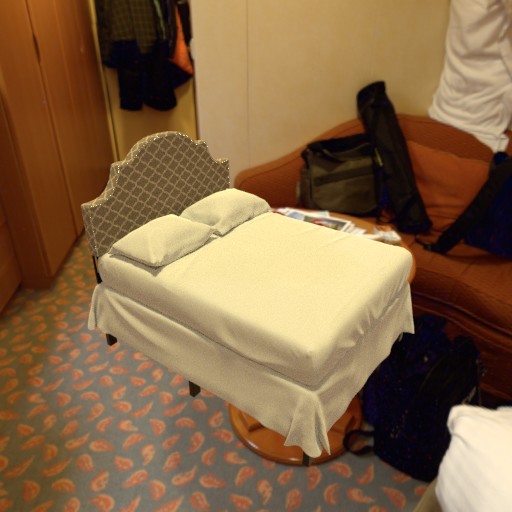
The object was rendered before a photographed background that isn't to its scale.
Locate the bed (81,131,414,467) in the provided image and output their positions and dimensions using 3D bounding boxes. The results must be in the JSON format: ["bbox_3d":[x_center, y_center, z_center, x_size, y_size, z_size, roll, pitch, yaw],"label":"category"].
[{"bbox_3d":[0.000,0.000,3.426,2.222,1.633,1.780,19,33,32],"label":"bed"}]
